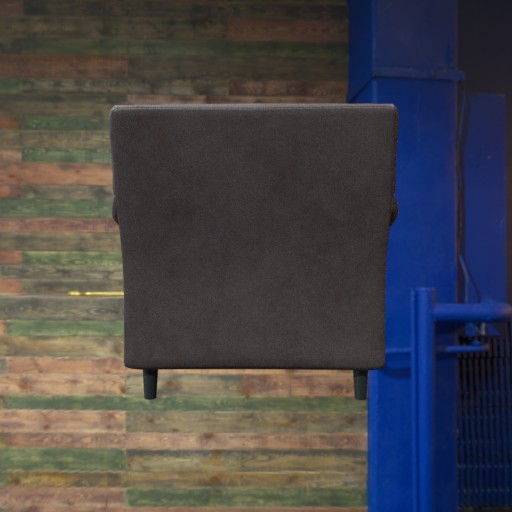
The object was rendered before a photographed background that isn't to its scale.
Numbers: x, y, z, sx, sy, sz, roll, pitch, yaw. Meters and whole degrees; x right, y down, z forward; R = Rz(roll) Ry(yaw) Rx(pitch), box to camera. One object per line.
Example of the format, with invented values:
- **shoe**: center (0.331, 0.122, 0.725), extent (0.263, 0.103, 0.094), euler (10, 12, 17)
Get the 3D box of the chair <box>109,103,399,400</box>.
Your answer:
- **chair**: center (0.000, 0.000, 1.845), extent (0.955, 0.997, 1.070), euler (0, -1, 1)
